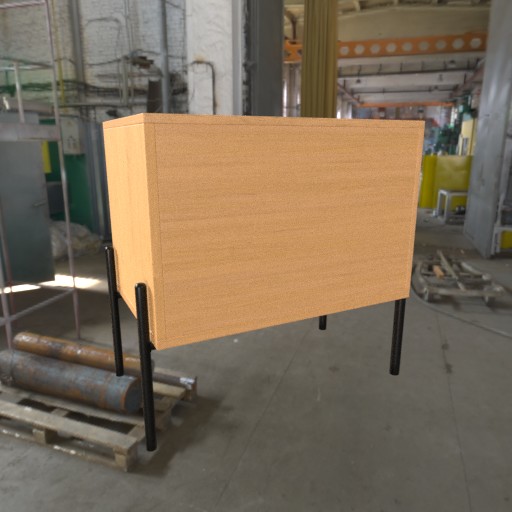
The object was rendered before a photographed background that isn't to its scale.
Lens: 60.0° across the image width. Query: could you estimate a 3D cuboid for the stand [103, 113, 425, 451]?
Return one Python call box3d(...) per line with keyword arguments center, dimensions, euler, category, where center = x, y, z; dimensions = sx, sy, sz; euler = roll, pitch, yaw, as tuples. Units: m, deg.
box3d(center=(0.000, 0.000, 1.034), dimensions=(0.630, 0.600, 0.400), euler=(-7, 16, -26), category="stand")
